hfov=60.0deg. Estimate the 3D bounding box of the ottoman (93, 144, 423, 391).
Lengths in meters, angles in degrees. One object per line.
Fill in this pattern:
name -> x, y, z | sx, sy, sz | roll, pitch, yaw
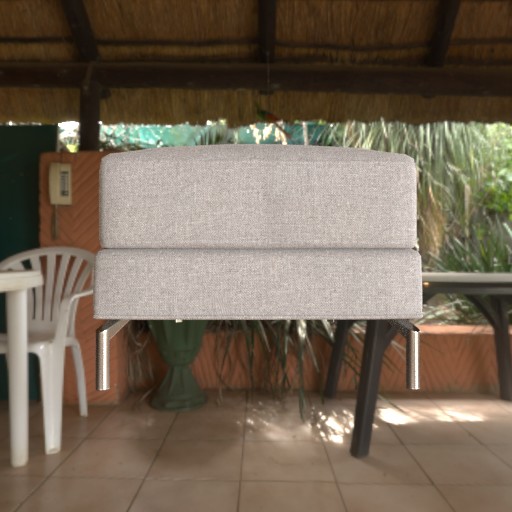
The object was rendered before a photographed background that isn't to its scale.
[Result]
ottoman -> 0.000, 0.000, 1.154 | 0.584, 0.457, 0.838 | 0, 0, -1
